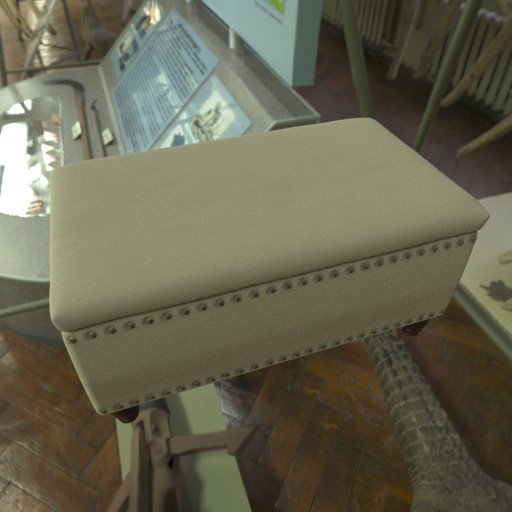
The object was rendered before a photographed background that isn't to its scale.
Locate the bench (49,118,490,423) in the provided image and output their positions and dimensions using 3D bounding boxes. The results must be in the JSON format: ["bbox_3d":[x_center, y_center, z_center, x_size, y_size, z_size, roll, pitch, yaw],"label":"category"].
[{"bbox_3d":[0.000,0.000,1.133,0.887,0.449,0.500,-13,43,-14],"label":"bench"}]
